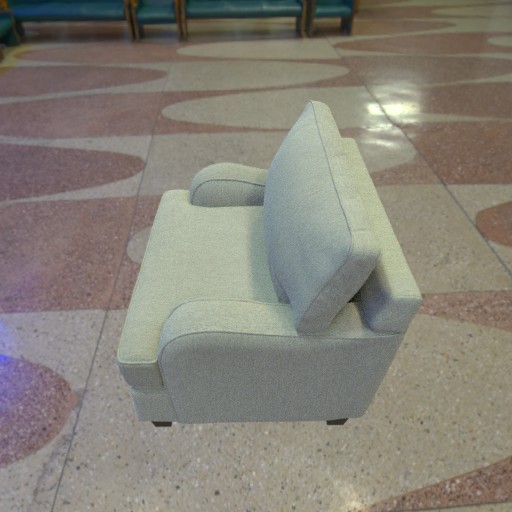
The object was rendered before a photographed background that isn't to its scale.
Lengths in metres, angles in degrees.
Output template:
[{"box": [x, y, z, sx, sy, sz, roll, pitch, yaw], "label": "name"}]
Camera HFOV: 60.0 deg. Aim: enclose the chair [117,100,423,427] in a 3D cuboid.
[{"box": [0.000, 0.000, 2.022, 1.041, 1.016, 1.220, 0, 39, 0], "label": "chair"}]
